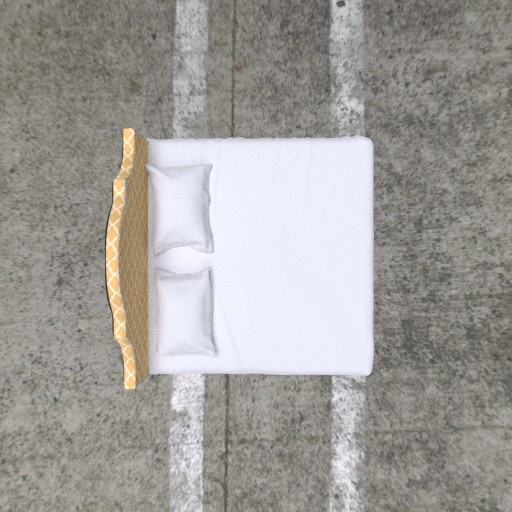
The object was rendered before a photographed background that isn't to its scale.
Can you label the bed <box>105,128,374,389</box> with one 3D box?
[{"bbox_3d":[0.000,0.000,3.725,2.222,1.601,2.314,0,91,2],"label":"bed"}]
